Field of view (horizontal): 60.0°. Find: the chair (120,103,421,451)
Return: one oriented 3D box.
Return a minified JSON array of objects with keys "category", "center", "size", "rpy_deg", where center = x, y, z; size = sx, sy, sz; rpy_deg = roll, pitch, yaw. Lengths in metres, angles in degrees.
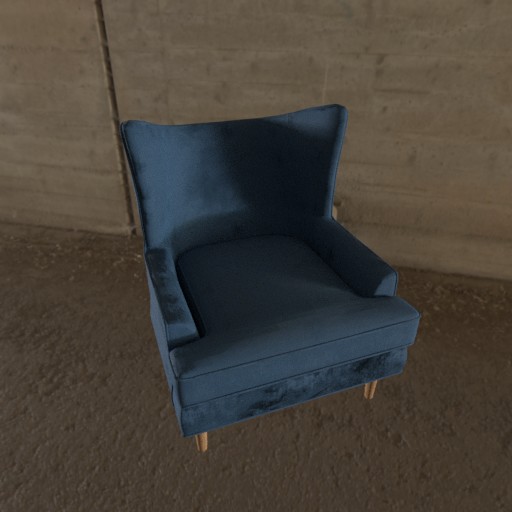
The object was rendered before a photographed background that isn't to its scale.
[{"category":"chair","center":[0.000,0.000,1.596],"size":[0.793,0.952,0.910],"rpy_deg":[-11,32,-17]}]
